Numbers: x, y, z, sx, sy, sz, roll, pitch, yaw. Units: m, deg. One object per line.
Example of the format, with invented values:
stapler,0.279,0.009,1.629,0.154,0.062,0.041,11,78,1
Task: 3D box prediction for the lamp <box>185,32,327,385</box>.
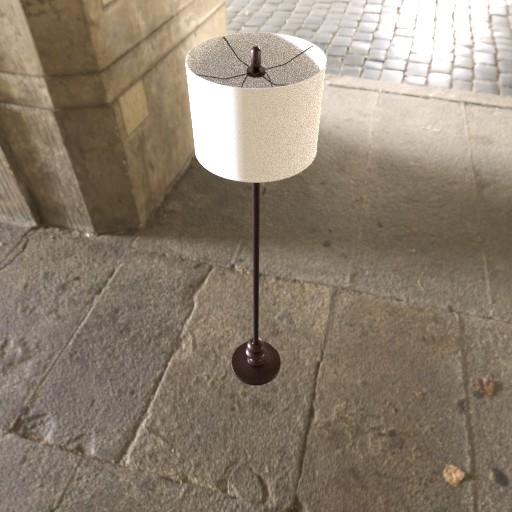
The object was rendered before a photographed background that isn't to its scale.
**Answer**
lamp,0.000,0.000,1.633,0.356,1.487,0.356,-23,50,-21
